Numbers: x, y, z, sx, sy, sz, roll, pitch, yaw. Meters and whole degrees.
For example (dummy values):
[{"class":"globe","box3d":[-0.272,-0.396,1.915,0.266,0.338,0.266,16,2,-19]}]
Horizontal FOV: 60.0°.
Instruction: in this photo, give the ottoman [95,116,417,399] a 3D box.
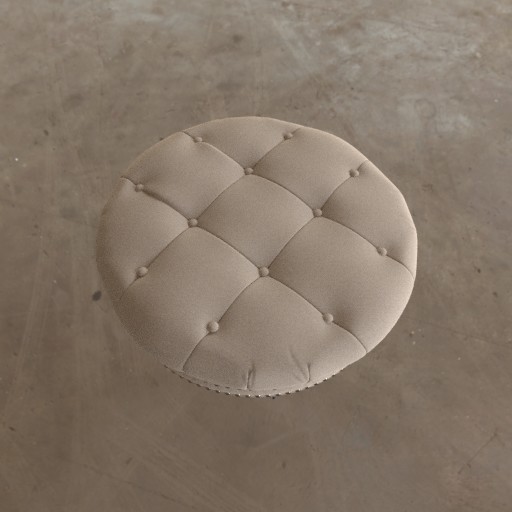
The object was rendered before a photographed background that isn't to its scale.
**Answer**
[{"class":"ottoman","box3d":[0.000,0.000,1.378,0.901,0.439,0.901,0,58,0]}]
